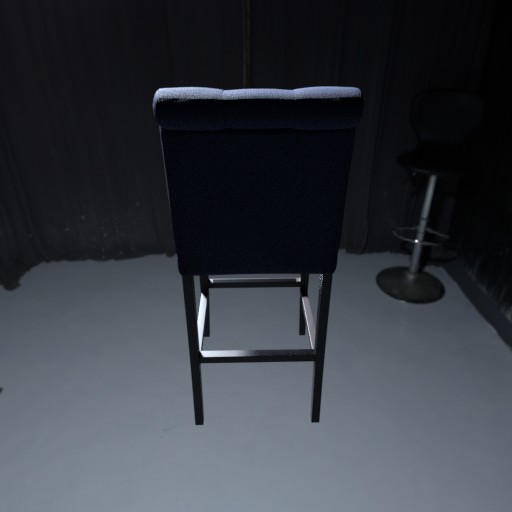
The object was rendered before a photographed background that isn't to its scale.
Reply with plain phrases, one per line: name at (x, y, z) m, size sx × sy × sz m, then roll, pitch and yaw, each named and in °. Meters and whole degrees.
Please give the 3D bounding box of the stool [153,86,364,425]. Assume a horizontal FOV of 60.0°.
stool at (0.000, 0.000, 1.469) m, size 0.493 × 1.140 × 0.601 m, roll -1°, pitch 30°, yaw -1°
